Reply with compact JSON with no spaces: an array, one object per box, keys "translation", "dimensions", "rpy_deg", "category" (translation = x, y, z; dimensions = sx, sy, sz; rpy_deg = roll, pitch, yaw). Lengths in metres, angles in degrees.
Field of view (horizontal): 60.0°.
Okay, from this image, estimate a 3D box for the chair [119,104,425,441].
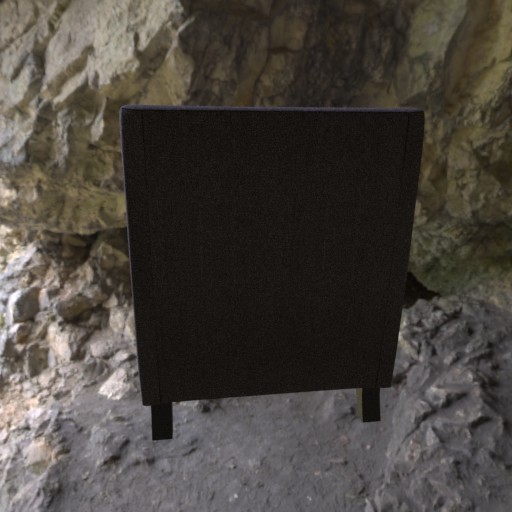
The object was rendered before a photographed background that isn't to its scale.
[{"translation":[0.000,0.000,1.596],"dimensions":[0.776,0.967,0.884],"rpy_deg":[-2,14,-7],"category":"chair"}]
